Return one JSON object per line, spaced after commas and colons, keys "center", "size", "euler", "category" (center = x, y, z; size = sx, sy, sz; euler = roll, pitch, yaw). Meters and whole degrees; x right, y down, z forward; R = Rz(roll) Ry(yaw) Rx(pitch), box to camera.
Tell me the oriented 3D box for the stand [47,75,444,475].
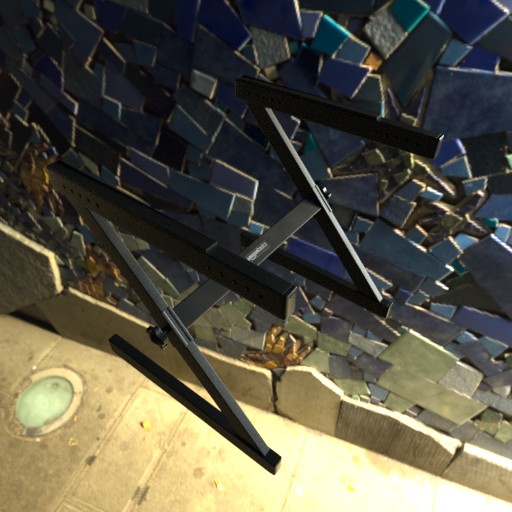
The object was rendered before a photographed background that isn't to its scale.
{"center": [0.000, 0.000, 1.139], "size": [0.586, 0.617, 0.700], "euler": [27, 48, 27], "category": "stand"}
